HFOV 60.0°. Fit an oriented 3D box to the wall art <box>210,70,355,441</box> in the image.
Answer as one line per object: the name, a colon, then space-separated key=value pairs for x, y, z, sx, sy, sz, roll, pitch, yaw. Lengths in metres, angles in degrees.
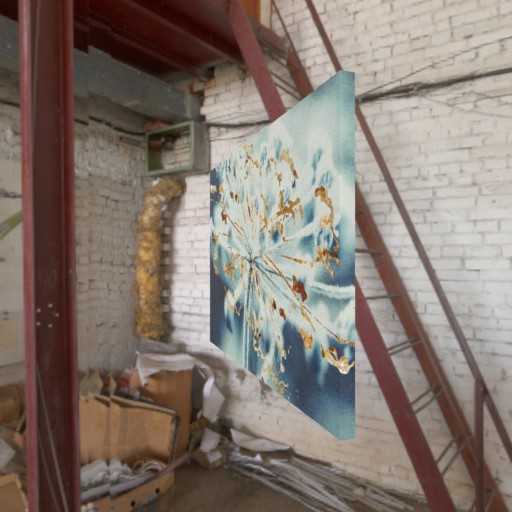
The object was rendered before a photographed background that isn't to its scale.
wall art: x=0.000 y=0.000 z=1.450 sx=0.035 sy=0.759 sz=1.138 roll=0 pitch=0 yaw=-19
